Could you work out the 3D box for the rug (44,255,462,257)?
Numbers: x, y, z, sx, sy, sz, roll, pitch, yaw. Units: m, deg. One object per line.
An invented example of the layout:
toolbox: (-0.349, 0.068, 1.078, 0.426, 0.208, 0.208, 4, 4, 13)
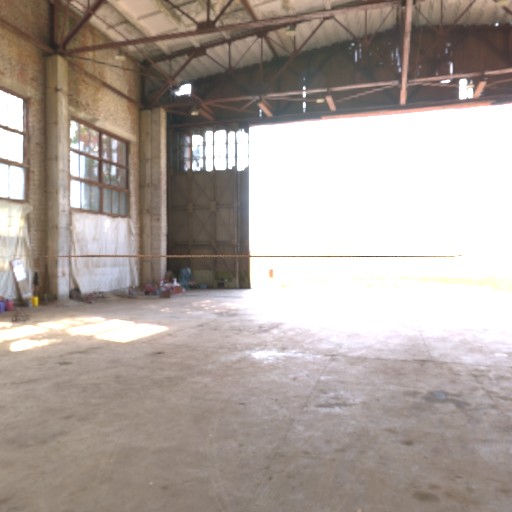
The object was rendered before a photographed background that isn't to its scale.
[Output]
rug: (0.000, 0.000, 4.124, 3.057, 0.021, 2.431, 0, 0, 37)
